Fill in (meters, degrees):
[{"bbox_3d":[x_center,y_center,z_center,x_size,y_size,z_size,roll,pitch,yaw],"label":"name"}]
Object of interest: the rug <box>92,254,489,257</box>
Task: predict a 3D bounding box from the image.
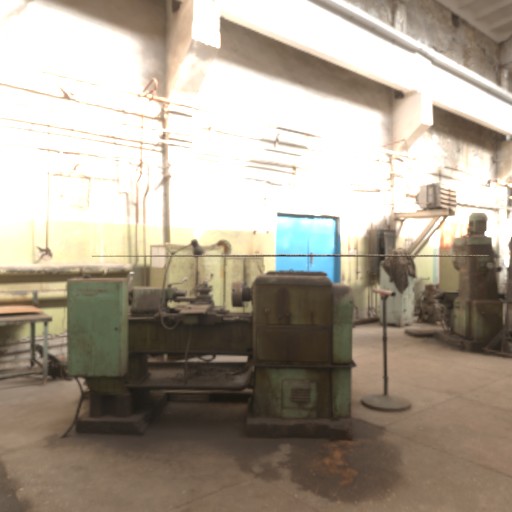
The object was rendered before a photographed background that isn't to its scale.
[{"bbox_3d":[0.000,0.000,3.063,1.546,0.010,2.442,0,0,-36],"label":"rug"}]
